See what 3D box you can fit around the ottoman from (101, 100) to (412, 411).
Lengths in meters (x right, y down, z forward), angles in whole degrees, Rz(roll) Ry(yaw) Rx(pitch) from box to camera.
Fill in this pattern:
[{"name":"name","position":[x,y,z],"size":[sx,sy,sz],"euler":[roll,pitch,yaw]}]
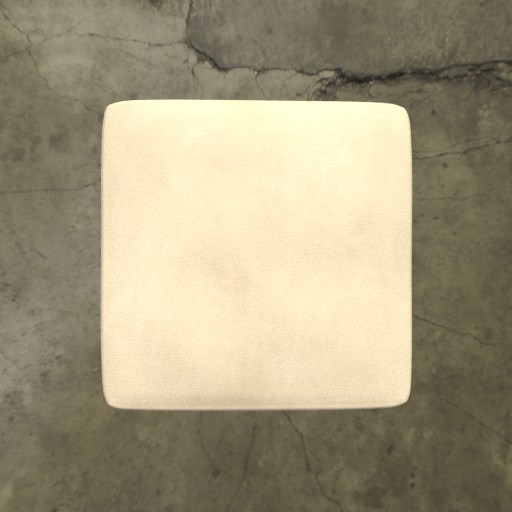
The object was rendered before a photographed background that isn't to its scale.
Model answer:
[{"name":"ottoman","position":[0.000,0.000,1.346],"size":[0.843,0.441,0.842],"euler":[0,90,-1]}]
